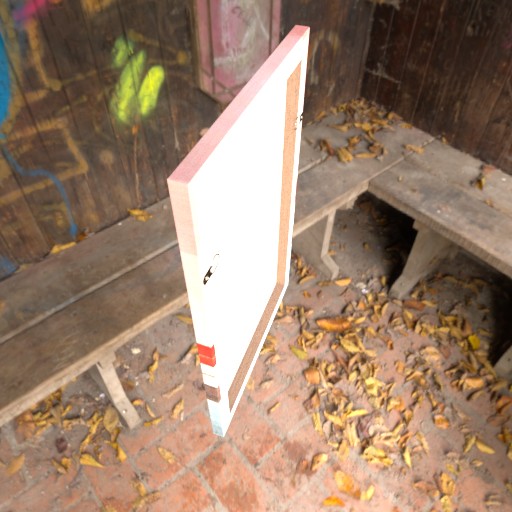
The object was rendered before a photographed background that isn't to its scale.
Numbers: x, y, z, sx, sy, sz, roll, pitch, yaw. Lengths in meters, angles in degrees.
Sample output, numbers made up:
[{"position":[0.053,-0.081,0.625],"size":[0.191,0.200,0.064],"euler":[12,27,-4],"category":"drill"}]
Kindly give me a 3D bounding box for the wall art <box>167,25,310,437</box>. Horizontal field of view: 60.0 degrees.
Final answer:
[{"position":[0.000,0.000,1.143],"size":[0.038,0.914,0.610],"euler":[15,49,14],"category":"wall art"}]
